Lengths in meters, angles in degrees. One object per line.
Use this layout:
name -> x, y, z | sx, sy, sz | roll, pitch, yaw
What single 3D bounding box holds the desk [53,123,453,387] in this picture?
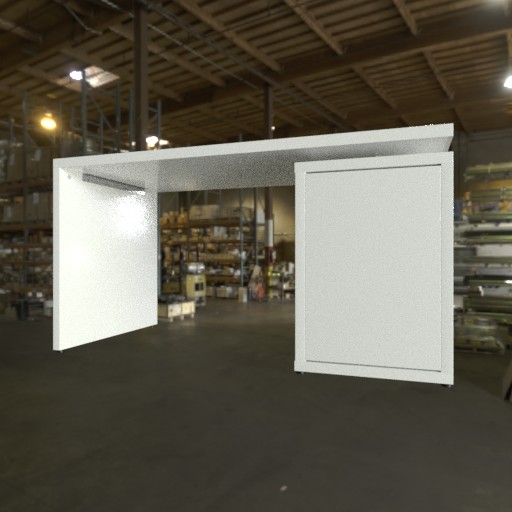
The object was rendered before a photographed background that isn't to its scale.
desk -> 0.000, 0.000, 1.788 | 1.400, 0.740, 0.690 | 0, 0, 19
